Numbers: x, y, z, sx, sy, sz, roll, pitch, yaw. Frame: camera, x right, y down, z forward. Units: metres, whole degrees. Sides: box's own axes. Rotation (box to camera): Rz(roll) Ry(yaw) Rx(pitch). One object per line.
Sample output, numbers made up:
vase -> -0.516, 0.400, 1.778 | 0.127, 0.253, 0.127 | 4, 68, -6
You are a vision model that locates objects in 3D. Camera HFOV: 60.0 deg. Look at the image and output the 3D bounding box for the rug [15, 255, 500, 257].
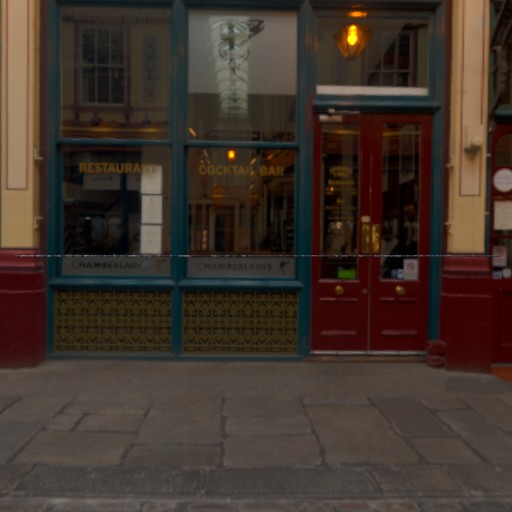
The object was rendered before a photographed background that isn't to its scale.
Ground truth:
rug -> 0.000, 0.000, 2.275 | 1.828, 0.005, 1.219 | 0, 0, -2
